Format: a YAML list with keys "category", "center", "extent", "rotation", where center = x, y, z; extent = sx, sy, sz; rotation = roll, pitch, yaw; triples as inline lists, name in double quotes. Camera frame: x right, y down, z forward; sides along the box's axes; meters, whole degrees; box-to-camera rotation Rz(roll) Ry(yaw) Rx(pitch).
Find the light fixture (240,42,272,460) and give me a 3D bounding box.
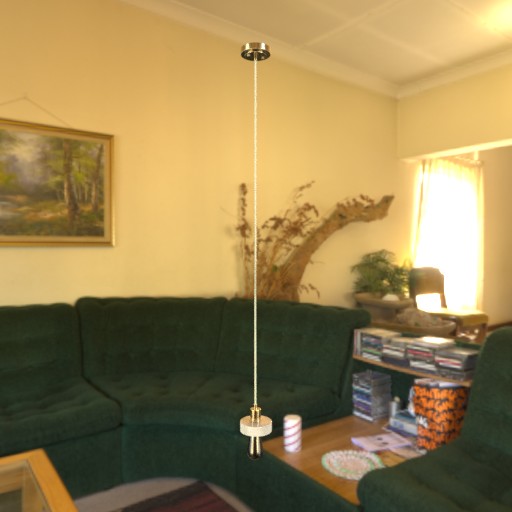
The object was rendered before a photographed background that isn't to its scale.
- category: "light fixture"
  center: [0.000, 0.000, 1.803]
  extent: [0.129, 1.669, 0.129]
  rotation: [1, 1, 36]
